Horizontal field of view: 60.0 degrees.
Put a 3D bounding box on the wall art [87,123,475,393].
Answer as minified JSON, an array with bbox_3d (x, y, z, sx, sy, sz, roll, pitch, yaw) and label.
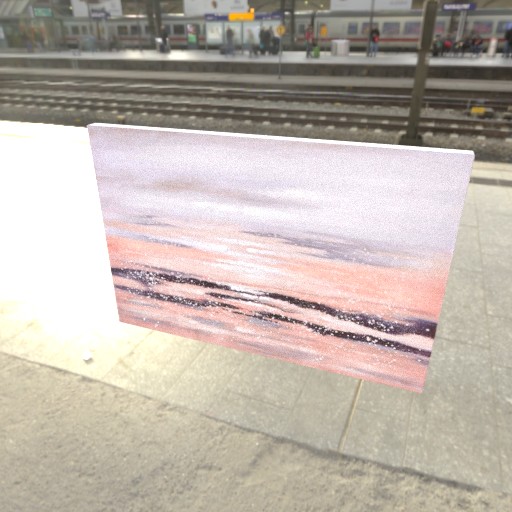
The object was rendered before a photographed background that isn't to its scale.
[{"bbox_3d":[0.000,0.000,1.145,0.913,0.609,0.038,9,28,18],"label":"wall art"}]
